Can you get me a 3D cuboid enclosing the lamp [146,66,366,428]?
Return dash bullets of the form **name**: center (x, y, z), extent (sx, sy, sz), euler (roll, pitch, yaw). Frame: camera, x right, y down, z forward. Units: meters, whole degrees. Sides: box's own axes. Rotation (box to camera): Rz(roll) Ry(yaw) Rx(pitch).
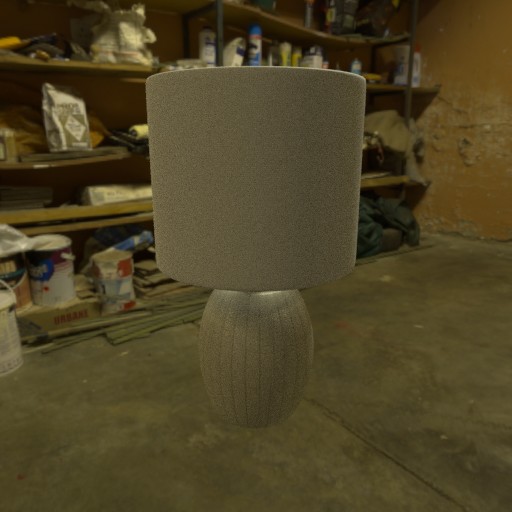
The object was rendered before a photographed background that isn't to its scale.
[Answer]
- **lamp**: center (0.000, 0.000, 0.748), extent (0.329, 0.570, 0.329), euler (3, 15, 9)
